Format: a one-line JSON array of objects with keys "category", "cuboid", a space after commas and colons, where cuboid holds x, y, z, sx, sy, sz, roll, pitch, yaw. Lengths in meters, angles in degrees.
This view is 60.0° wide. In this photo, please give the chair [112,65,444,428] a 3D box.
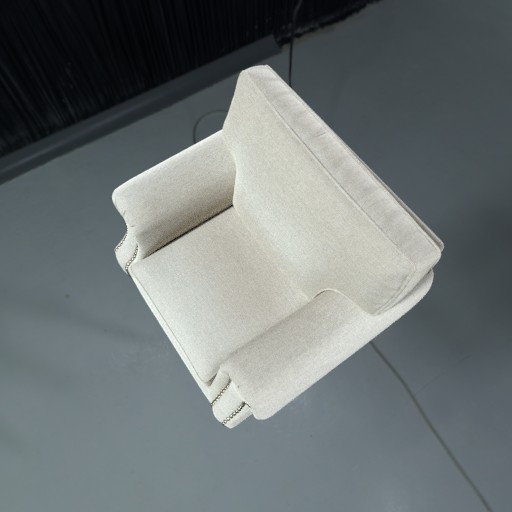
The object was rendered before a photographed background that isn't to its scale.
[{"category": "chair", "cuboid": [0.000, 0.000, 1.828, 0.965, 0.961, 1.092, -33, 69, -14]}]
